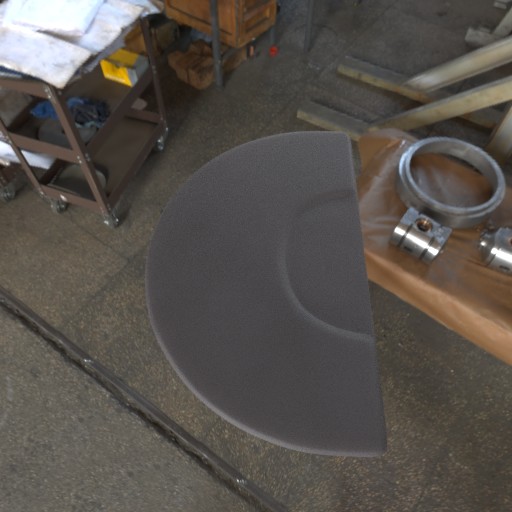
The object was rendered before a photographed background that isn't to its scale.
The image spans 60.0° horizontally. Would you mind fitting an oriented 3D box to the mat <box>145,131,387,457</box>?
[{"bbox_3d":[0.000,0.000,1.855,0.917,0.022,1.525,1,58,1],"label":"mat"}]
